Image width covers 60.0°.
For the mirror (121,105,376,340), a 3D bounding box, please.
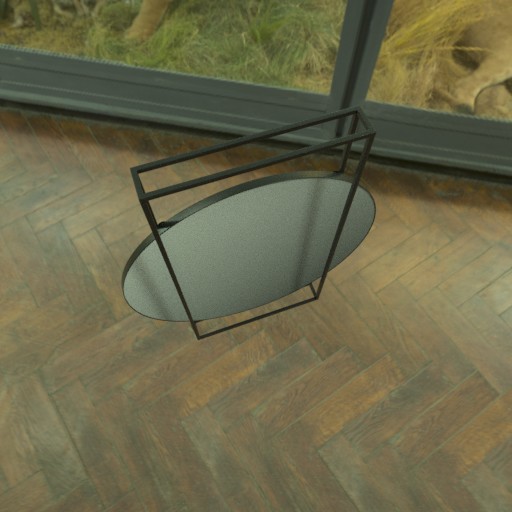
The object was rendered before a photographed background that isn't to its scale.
[{"bbox_3d":[0.000,0.000,0.832,0.508,0.603,0.051,-18,65,-9],"label":"mirror"}]
